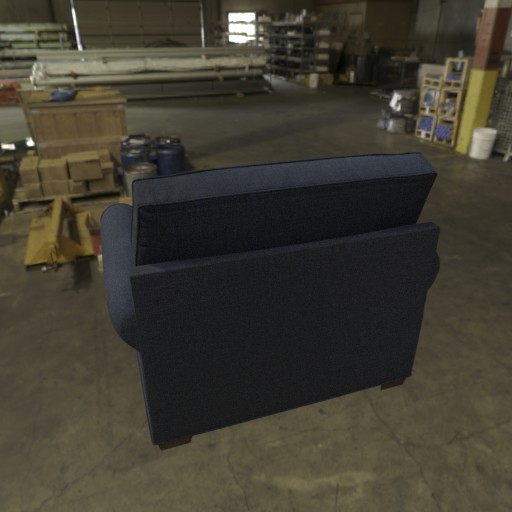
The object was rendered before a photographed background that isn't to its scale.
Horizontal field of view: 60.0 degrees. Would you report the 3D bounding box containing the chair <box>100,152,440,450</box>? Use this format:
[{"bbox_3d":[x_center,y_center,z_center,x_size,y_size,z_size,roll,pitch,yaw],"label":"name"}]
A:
[{"bbox_3d":[0.000,0.000,1.977,1.285,1.044,0.963,-9,28,-17],"label":"chair"}]
